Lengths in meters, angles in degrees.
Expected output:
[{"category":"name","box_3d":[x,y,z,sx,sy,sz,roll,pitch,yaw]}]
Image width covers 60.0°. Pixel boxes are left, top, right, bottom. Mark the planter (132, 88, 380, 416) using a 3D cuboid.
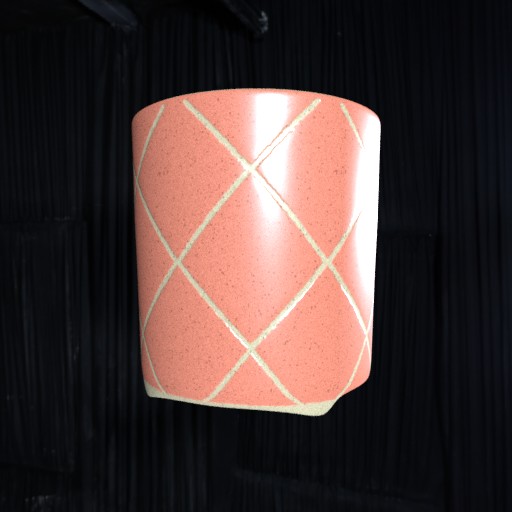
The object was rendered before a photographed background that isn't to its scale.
[{"category":"planter","box_3d":[0.000,0.000,0.355,0.191,0.200,0.191,0,1,0]}]
